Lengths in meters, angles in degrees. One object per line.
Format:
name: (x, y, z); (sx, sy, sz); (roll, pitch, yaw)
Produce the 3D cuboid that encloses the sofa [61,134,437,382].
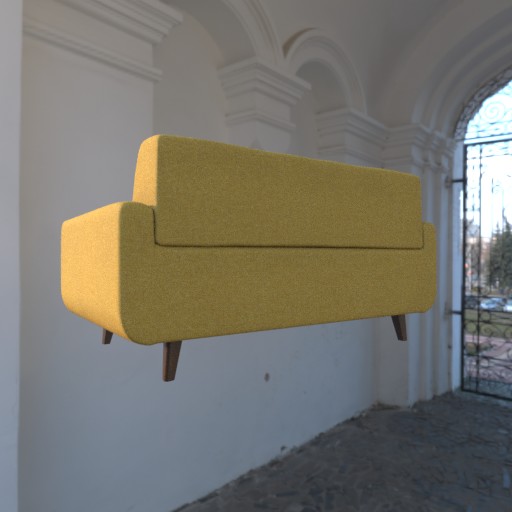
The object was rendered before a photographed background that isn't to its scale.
sofa: (0.000, 0.000, 2.178); (1.631, 0.841, 0.909); (0, 0, -34)
